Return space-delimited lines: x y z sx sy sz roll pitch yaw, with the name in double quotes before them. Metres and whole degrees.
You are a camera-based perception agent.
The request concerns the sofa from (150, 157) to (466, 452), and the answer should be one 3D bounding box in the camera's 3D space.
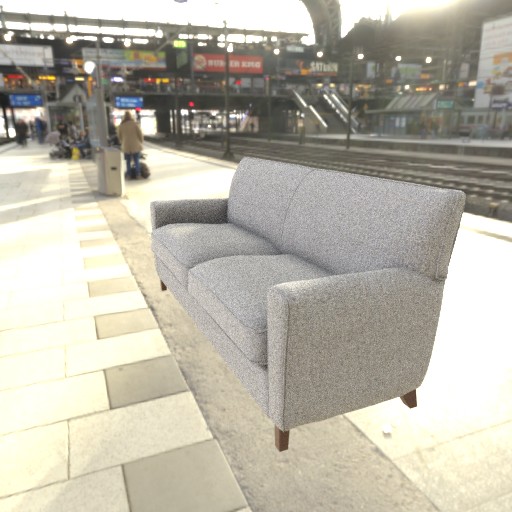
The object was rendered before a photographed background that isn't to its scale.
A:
"sofa" 0.000 0.000 2.476 0.854 0.942 2.026 -8 18 -24
